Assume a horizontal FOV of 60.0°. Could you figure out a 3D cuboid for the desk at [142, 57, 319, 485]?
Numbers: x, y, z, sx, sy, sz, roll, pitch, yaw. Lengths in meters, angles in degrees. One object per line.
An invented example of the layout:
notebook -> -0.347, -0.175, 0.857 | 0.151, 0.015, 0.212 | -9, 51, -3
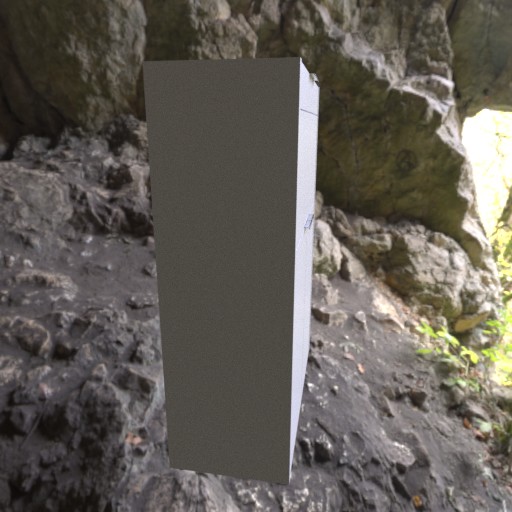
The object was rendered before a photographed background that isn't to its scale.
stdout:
desk -> 0.000, 0.000, 1.587 | 0.390, 1.190, 0.850 | 3, 17, 10
